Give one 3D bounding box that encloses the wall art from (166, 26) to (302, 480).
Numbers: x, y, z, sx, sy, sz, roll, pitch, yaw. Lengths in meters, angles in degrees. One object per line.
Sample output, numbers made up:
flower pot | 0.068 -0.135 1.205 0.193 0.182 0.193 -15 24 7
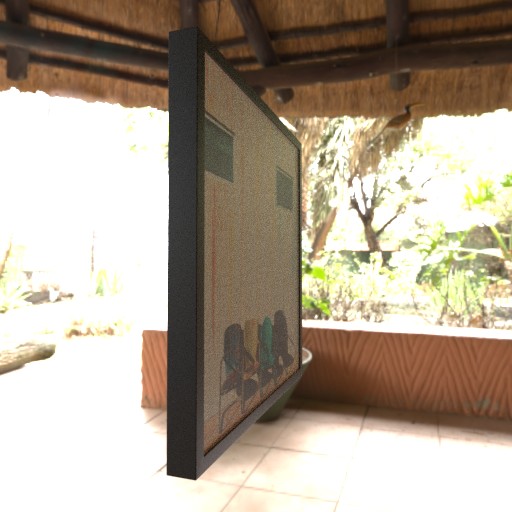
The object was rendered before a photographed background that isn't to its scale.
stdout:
wall art | 0.000 0.000 0.738 0.037 0.506 0.506 -1 -2 19
